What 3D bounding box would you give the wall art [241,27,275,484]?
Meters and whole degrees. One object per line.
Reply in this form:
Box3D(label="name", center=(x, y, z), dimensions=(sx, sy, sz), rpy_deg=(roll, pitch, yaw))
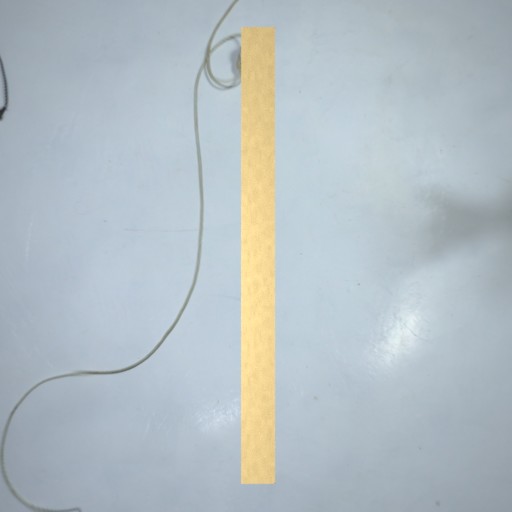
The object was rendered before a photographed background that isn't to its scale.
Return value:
Box3D(label="wall art", center=(0.000, 0.000, 1.888), dimensions=(0.095, 1.284, 1.284), rpy_deg=(0, 90, -1))
